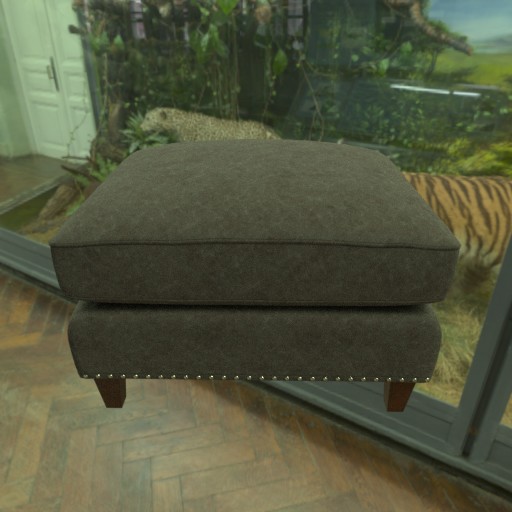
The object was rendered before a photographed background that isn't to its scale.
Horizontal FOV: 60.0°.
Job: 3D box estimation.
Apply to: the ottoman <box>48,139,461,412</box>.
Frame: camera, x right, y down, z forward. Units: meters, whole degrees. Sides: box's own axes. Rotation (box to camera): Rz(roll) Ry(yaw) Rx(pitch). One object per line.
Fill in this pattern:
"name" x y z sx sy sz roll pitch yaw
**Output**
"ottoman" 0.000 0.000 1.102 0.741 0.513 0.584 0 29 1
